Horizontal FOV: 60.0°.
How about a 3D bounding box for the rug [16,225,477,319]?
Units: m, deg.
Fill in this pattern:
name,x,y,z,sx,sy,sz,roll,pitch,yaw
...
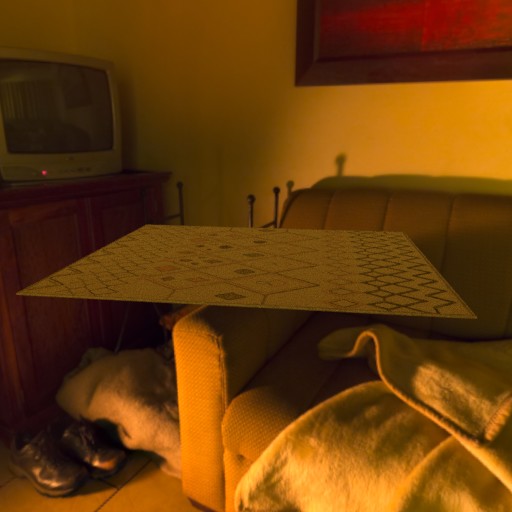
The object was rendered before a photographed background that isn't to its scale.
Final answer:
name,x,y,z,sx,sy,sz,roll,pitch,yaw
rug,0.000,0.000,4.054,3.050,0.016,2.441,2,16,8
